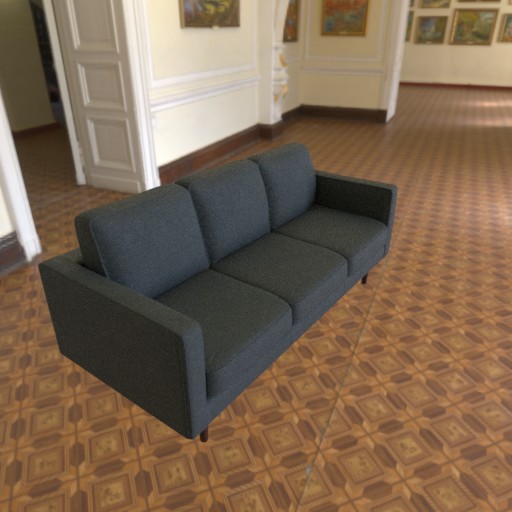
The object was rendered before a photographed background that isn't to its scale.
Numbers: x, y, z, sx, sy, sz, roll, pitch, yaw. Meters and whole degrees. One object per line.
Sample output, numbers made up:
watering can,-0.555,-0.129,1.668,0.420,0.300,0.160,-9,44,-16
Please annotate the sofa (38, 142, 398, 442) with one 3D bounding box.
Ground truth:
sofa,0.000,0.000,2.545,0.935,0.945,2.013,19,33,32
